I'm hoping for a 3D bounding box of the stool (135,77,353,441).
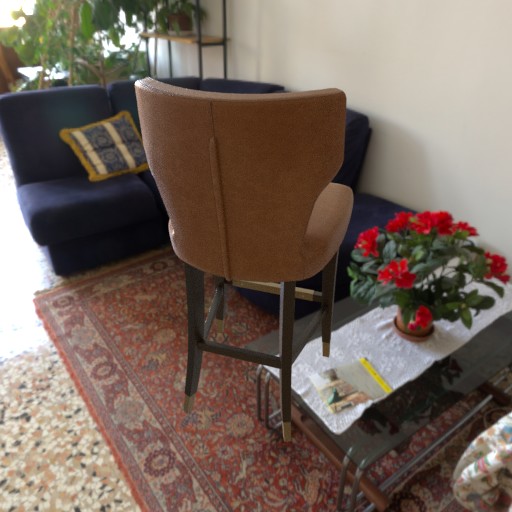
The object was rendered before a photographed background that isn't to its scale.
[{"bbox_3d":[0.000,0.000,1.405,0.526,1.092,0.563,10,32,16],"label":"stool"}]
